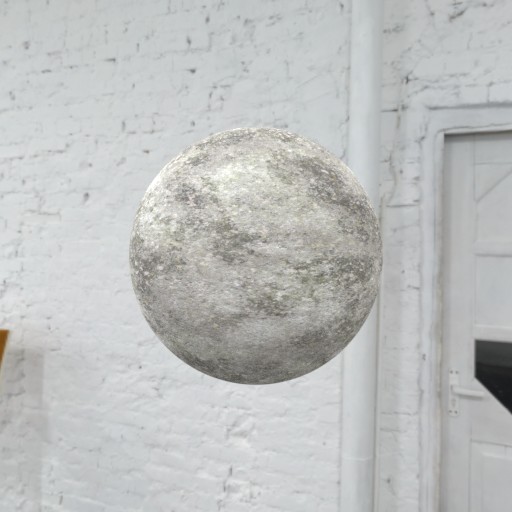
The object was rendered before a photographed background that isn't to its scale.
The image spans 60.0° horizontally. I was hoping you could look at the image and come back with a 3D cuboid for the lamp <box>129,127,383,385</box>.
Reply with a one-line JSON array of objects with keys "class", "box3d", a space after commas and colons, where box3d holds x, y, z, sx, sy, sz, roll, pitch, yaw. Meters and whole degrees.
[{"class": "lamp", "box3d": [0.000, 0.000, 0.766, 0.422, 0.429, 0.422, 0, 1, 0]}]
